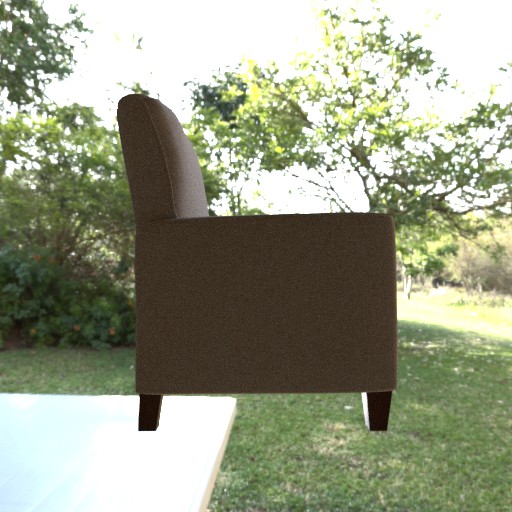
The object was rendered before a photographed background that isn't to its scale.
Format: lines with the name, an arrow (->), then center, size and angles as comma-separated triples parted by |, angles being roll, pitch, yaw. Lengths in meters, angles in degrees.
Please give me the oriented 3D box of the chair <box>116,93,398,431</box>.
chair -> 0.000, 0.000, 1.657 | 0.859, 1.023, 0.845 | 0, -1, -1
